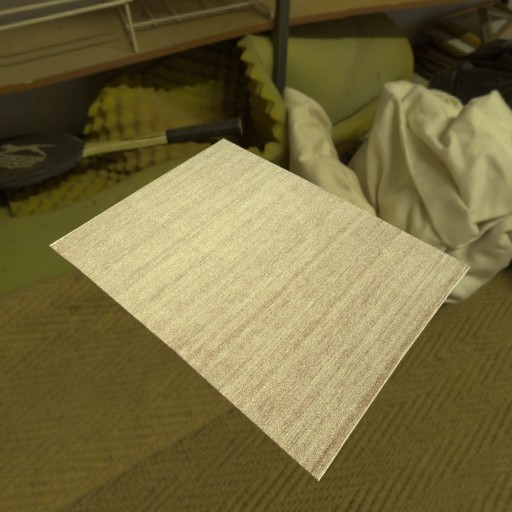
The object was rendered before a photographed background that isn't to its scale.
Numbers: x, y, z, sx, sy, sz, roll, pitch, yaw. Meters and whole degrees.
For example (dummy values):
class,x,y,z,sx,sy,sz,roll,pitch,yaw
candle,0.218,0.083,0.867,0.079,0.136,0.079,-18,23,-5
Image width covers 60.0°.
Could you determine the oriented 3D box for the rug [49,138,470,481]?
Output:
class,x,y,z,sx,sy,sz,roll,pitch,yaw
rug,0.000,0.000,4.196,3.202,0.045,2.434,33,56,26
